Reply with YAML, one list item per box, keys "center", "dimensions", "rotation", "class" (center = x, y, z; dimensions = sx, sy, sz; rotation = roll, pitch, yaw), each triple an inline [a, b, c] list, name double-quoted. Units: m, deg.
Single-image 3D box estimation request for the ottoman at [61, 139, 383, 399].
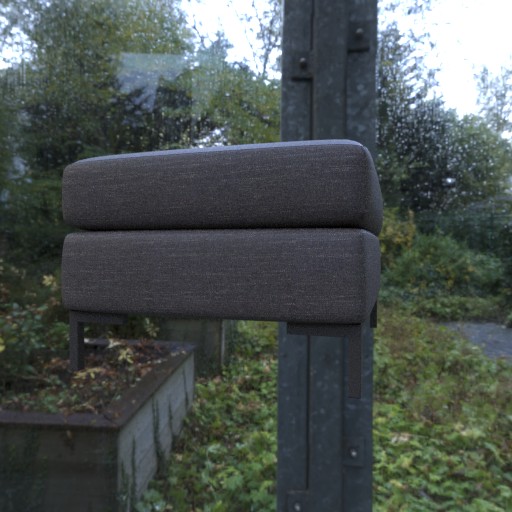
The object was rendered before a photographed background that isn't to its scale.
- center: [0.000, 0.000, 1.235]
  dimensions: [0.671, 0.490, 0.820]
  rotation: [0, 1, 17]
  class: "ottoman"
